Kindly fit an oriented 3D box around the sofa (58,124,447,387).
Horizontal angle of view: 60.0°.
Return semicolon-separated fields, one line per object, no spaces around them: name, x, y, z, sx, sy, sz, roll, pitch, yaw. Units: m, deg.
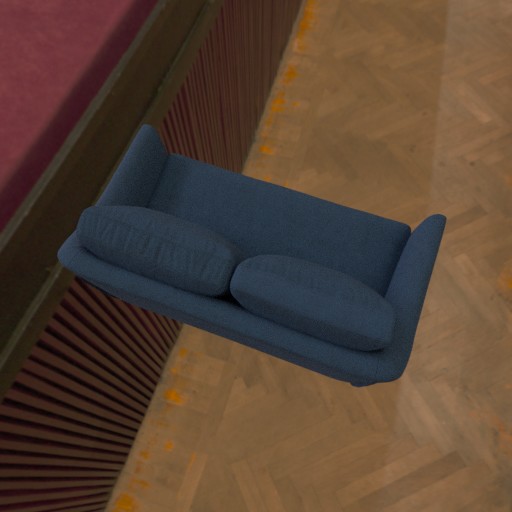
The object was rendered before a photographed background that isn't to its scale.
sofa;0.000;0.000;2.172;1.619;0.902;0.960;19;65;9
